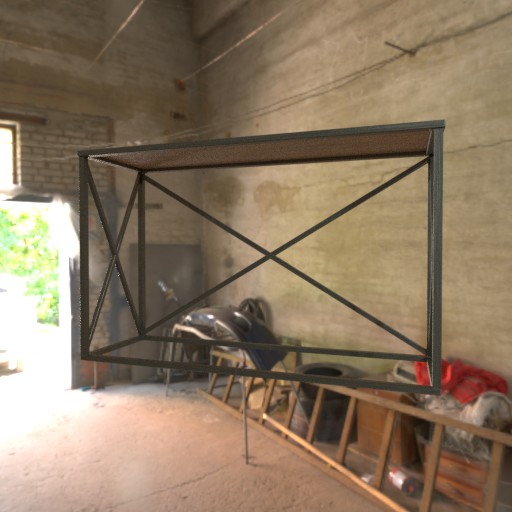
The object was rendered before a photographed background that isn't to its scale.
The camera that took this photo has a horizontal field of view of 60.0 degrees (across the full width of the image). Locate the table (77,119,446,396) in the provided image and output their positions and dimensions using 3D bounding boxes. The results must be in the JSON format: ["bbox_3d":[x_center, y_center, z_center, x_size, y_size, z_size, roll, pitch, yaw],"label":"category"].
[{"bbox_3d":[0.000,0.000,1.587,1.216,0.753,0.402,0,1,19],"label":"table"}]
